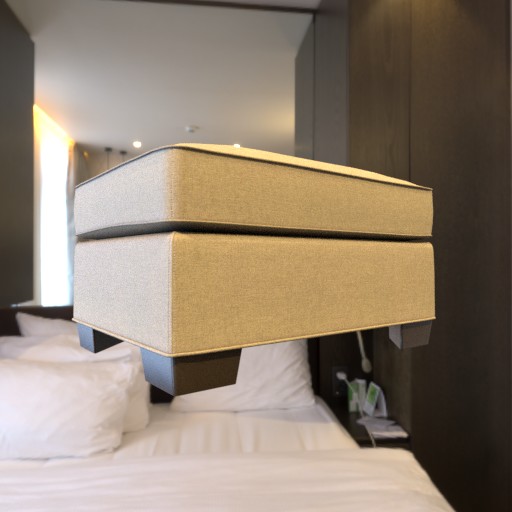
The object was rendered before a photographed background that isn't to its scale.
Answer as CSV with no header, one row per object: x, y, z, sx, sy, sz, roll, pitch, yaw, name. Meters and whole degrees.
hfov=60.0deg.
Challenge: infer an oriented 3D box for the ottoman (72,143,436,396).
0.000,0.000,1.256,0.843,0.504,0.619,0,-1,-37,ottoman
